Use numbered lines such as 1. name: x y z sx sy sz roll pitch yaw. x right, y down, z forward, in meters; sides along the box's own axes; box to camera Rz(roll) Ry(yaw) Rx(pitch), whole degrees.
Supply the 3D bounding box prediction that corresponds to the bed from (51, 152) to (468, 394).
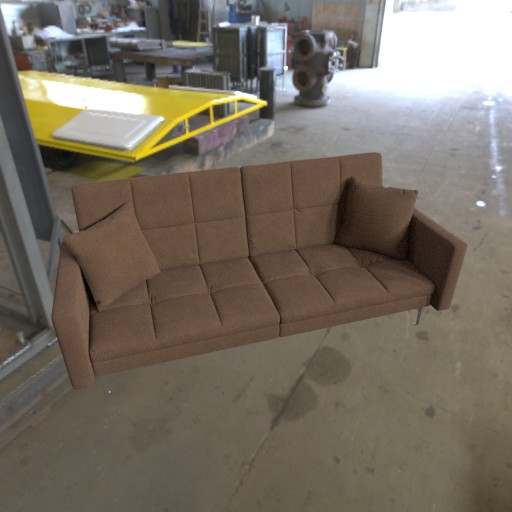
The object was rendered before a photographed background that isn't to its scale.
1. bed: 0.000 0.000 2.352 1.905 0.787 0.889 -9 32 -15
